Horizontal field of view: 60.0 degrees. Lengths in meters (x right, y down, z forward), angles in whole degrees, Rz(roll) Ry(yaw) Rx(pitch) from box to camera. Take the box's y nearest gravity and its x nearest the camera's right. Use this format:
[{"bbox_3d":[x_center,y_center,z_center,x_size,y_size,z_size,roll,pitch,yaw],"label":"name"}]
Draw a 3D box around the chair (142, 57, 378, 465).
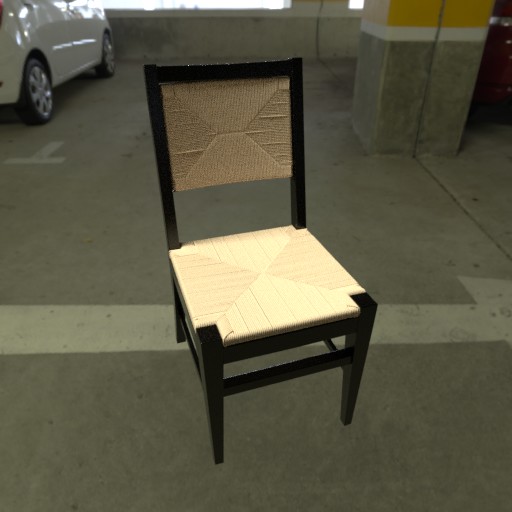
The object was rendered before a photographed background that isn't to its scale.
[{"bbox_3d":[0.000,0.000,1.211,0.437,0.927,0.552,-10,32,-16],"label":"chair"}]
